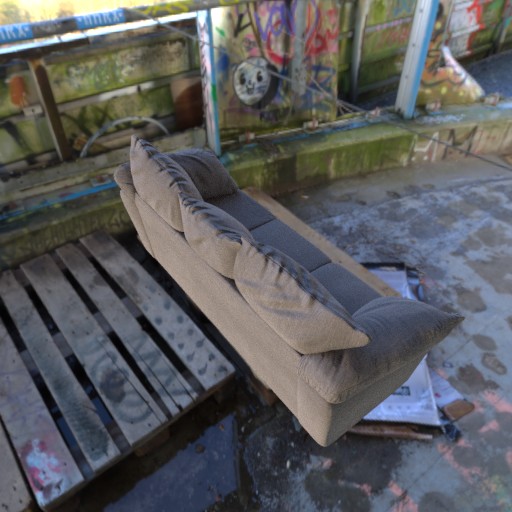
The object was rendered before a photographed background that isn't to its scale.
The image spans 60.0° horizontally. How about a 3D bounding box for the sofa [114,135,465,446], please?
[{"bbox_3d":[0.000,0.000,2.890,0.927,1.043,2.390,-27,48,-27],"label":"sofa"}]
